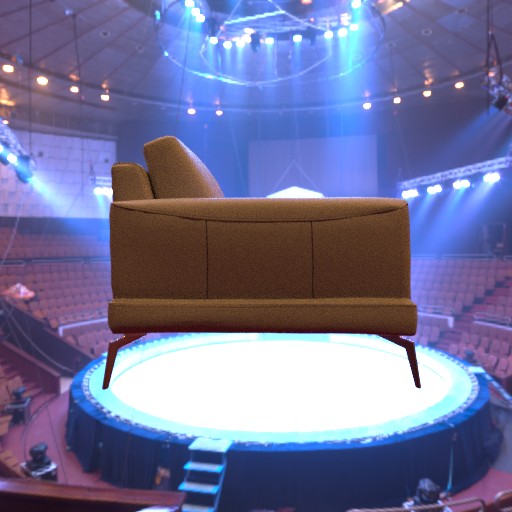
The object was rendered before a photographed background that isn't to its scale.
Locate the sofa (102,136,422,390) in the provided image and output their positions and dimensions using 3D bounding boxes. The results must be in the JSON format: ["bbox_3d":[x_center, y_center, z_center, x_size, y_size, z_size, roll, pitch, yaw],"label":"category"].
[{"bbox_3d":[0.000,0.000,2.402,1.121,0.930,1.819,0,0,-1],"label":"sofa"}]
